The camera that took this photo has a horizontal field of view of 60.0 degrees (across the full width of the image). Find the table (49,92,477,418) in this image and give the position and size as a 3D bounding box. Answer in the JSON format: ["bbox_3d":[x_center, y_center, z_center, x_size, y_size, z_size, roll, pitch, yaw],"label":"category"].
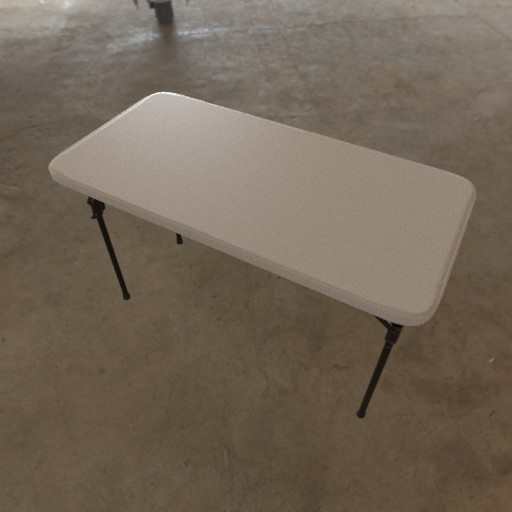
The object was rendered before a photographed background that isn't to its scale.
[{"bbox_3d":[0.000,0.000,1.620,1.219,0.729,0.610,22,51,20],"label":"table"}]
